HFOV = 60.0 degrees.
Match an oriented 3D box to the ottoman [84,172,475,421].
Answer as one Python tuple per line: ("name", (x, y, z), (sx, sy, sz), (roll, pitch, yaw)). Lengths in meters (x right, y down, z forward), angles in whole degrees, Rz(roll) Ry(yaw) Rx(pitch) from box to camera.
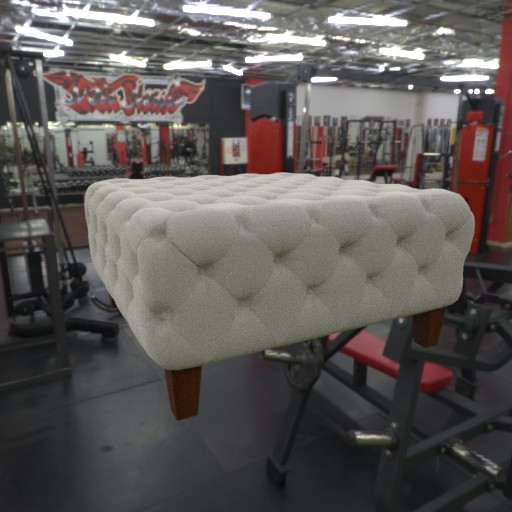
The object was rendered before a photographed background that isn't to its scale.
("ottoman", (0.000, 0.000, 1.164), (0.753, 0.376, 0.755), (-7, 16, -27))
